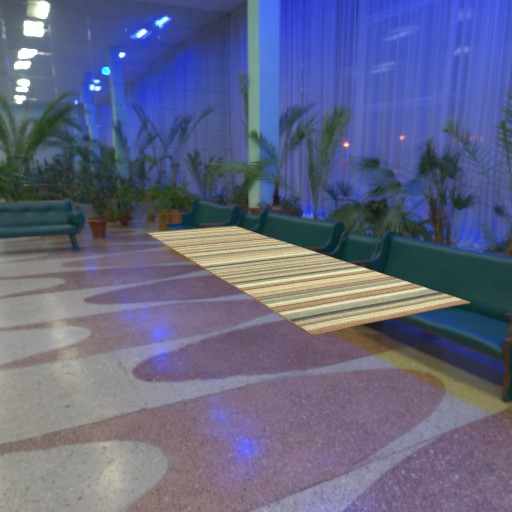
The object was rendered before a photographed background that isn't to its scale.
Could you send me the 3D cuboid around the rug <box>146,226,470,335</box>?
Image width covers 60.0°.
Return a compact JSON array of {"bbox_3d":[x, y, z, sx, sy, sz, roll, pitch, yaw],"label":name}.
[{"bbox_3d":[0.000,0.000,2.756,0.799,0.010,2.444,-6,14,-26],"label":"rug"}]
